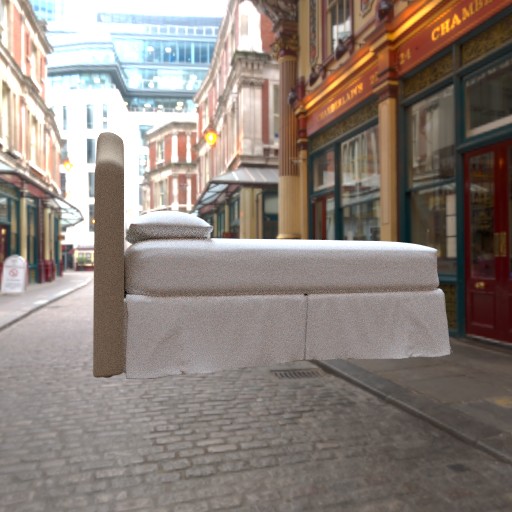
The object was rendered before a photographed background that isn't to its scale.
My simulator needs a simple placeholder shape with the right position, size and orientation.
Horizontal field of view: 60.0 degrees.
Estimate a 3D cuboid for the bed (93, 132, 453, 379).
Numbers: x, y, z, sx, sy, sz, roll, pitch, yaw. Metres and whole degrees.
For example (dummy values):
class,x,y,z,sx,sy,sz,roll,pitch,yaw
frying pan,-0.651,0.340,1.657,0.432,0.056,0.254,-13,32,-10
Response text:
class,x,y,z,sx,sy,sz,roll,pitch,yaw
bed,0.000,0.000,3.318,2.204,1.301,1.828,0,-1,-18
